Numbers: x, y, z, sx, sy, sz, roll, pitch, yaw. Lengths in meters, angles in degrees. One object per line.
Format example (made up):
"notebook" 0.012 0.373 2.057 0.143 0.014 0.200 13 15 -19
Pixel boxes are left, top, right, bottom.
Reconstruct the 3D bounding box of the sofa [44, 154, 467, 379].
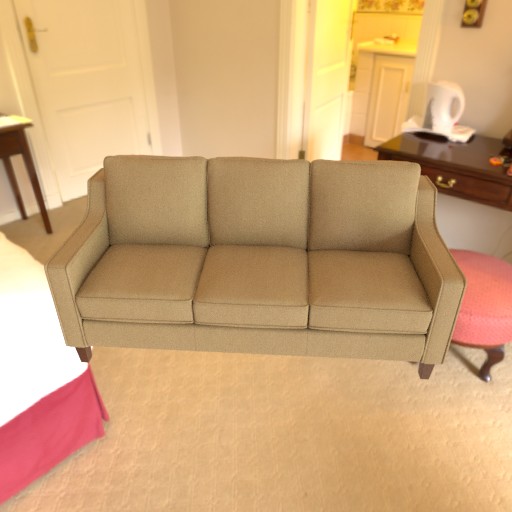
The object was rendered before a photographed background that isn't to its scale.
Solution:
"sofa" 0.000 0.000 2.513 1.986 0.974 0.911 2 31 3
